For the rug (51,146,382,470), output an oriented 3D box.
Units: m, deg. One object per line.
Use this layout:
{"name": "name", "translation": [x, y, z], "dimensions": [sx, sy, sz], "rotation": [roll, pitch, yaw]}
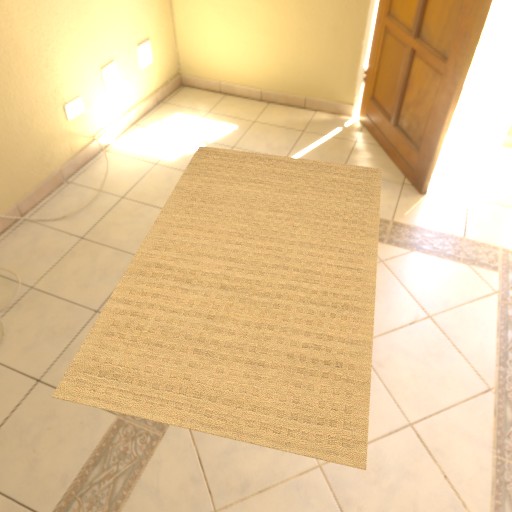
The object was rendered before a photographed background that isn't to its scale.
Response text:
{"name": "rug", "translation": [0.000, 0.000, 2.138], "dimensions": [1.142, 0.006, 1.752], "rotation": [9, 46, 9]}
